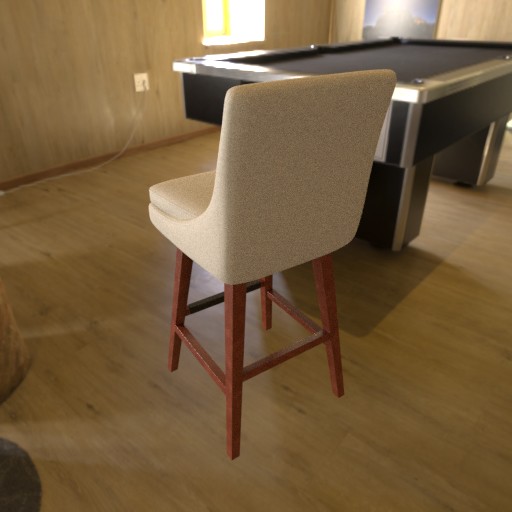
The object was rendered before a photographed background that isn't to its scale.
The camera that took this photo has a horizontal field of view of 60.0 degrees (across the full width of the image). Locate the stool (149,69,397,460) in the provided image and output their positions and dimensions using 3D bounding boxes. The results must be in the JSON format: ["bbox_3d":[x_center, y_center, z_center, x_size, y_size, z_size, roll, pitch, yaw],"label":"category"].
[{"bbox_3d":[0.000,0.000,1.355,0.470,1.092,0.559,-19,35,-29],"label":"stool"}]
